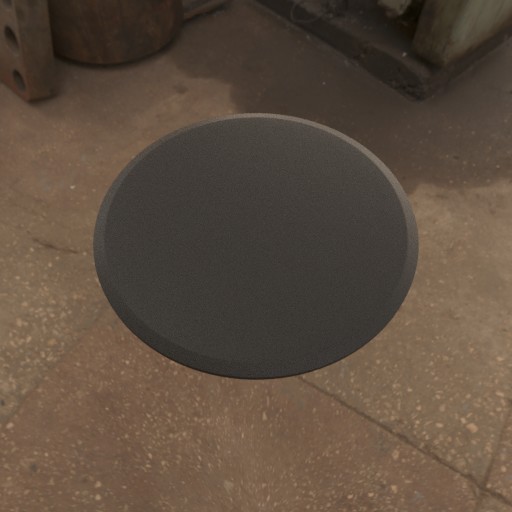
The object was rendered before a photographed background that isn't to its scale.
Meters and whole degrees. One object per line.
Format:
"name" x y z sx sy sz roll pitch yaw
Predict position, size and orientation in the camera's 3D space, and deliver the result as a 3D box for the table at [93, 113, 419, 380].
"table" 0.000 0.000 1.408 0.900 0.400 0.900 0 57 0
